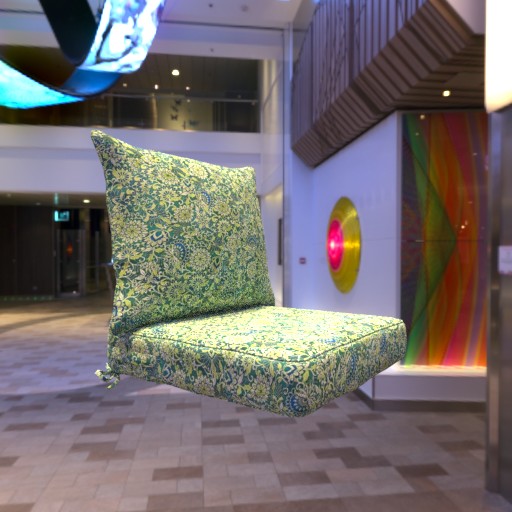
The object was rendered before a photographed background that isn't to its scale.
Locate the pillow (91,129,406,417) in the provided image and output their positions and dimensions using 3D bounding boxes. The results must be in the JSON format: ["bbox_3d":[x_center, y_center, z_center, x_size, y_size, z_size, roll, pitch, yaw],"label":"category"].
[{"bbox_3d":[0.000,0.000,1.380,0.740,0.722,0.798,1,1,36],"label":"pillow"}]
